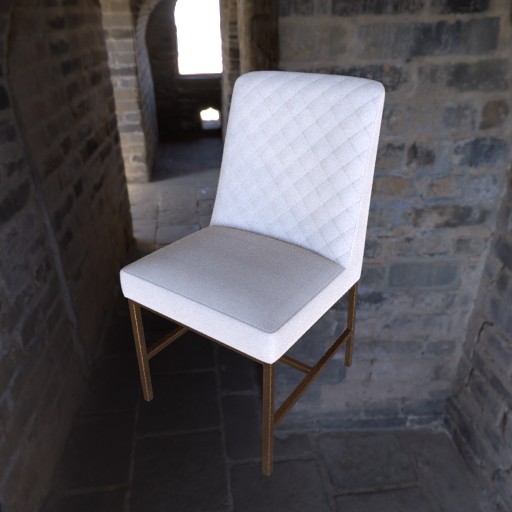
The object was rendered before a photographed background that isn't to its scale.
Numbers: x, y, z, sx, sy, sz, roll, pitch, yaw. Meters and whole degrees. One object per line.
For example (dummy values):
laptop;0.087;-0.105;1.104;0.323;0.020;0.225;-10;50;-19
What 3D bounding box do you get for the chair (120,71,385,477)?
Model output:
chair;0.000;0.000;1.276;0.503;0.933;0.597;18;33;30
